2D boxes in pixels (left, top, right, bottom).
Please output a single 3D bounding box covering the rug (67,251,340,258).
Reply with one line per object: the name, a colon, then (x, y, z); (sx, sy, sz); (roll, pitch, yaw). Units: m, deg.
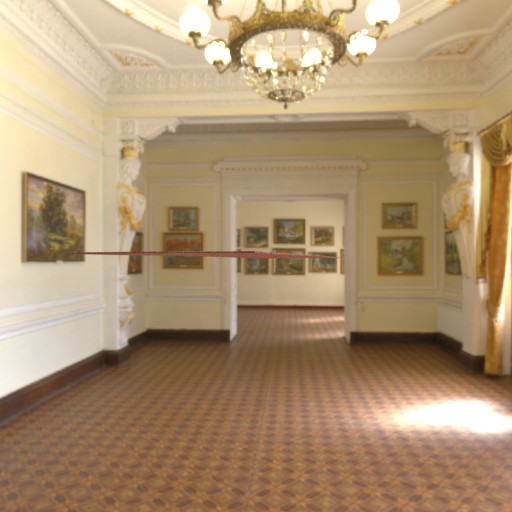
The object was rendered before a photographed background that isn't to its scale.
rug: (0.000, 0.000, 2.620); (0.718, 0.013, 2.353); (0, -1, 17)
